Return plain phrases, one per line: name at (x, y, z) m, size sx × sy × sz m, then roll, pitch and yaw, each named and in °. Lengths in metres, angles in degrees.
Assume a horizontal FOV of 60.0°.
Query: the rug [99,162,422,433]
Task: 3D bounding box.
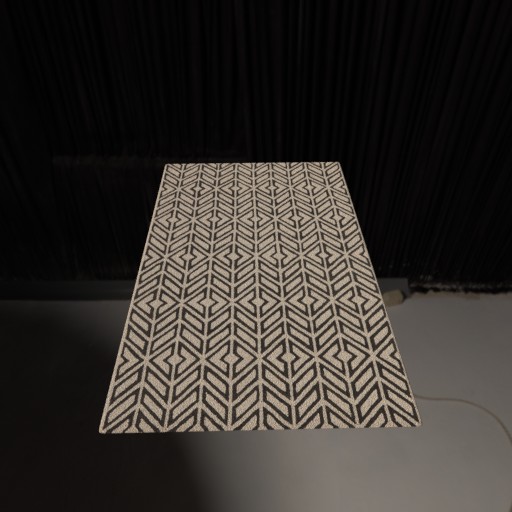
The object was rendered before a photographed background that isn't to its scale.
rug at (0.000, 0.000, 2.981) m, size 1.523 × 0.008 × 2.438 m, roll -1°, pitch 42°, yaw -1°
